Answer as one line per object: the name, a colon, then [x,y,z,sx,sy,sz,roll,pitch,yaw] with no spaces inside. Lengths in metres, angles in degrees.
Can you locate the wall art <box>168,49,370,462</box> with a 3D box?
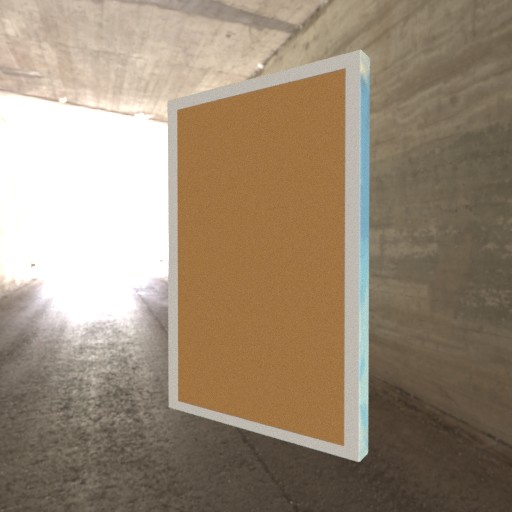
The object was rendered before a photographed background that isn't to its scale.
wall art: [0.000,0.000,0.782,0.401,0.610,0.038,1,1,35]
